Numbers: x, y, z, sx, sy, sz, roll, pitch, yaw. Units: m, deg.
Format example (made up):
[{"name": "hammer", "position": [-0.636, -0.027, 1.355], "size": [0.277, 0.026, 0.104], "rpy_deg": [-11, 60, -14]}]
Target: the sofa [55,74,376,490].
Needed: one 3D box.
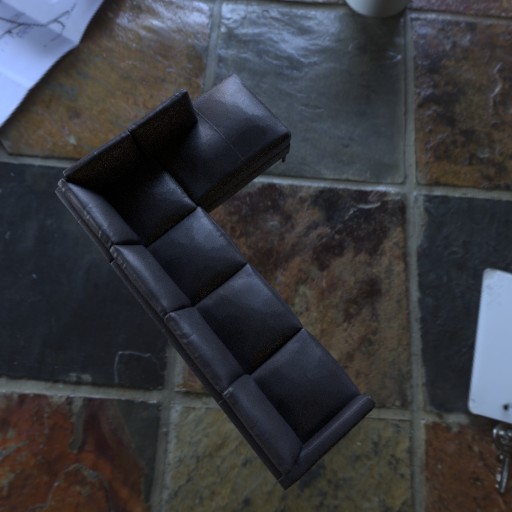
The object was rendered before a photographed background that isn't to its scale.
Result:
[{"name": "sofa", "position": [0.000, 0.000, 3.742], "size": [1.938, 0.877, 2.984], "rpy_deg": [-39, 78, -10]}]
